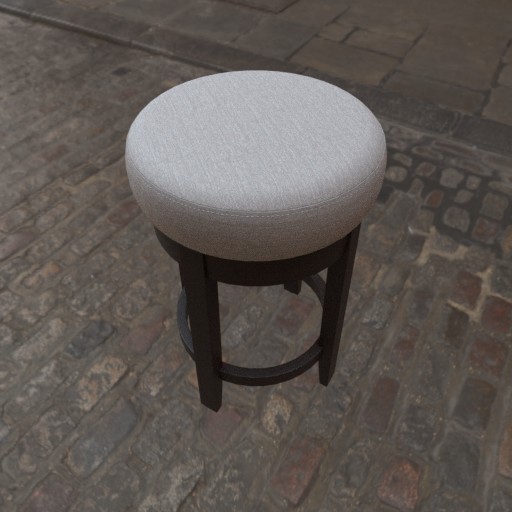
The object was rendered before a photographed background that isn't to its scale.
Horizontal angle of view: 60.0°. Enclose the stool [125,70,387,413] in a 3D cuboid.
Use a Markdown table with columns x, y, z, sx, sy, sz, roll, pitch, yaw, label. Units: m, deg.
| x | y | z | sx | sy | sz | roll | pitch | yaw | label |
| --- | --- | --- | --- | --- | --- | --- | --- | --- | --- |
| 0.000 | 0.000 | 0.961 | 0.443 | 0.672 | 0.443 | 0 | 46 | 0 | stool |
